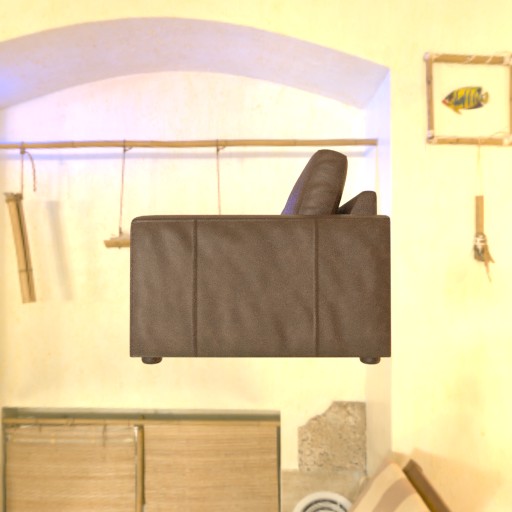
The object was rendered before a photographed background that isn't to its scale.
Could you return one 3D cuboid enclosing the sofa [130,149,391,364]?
[{"bbox_3d":[0.000,0.000,2.731,1.016,0.873,2.179,0,-1,0],"label":"sofa"}]
